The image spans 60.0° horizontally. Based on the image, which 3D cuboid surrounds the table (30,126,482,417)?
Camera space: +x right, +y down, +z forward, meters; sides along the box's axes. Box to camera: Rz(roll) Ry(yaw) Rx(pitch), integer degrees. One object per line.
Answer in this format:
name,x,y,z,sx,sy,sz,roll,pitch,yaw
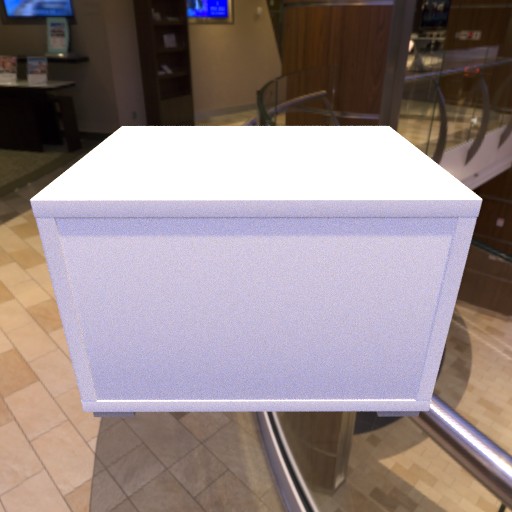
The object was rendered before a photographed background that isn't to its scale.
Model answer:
table,0.000,0.000,0.765,0.517,0.357,0.399,0,28,0
